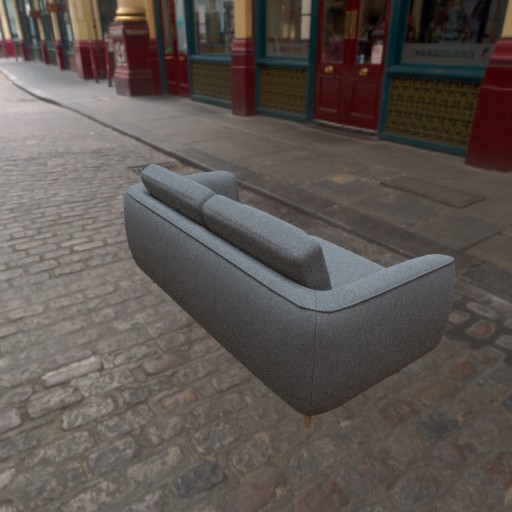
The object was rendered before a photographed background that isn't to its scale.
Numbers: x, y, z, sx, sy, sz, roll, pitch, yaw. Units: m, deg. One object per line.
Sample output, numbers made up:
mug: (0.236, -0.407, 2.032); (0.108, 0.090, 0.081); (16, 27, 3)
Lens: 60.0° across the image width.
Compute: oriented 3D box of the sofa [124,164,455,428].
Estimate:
sofa: (0.000, 0.000, 2.547); (0.920, 0.870, 2.000); (-17, 30, -32)
